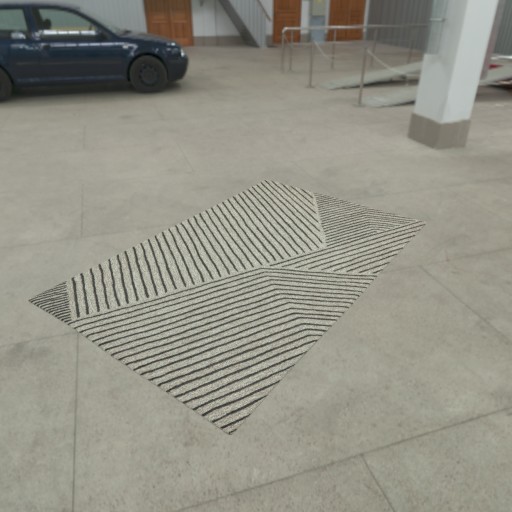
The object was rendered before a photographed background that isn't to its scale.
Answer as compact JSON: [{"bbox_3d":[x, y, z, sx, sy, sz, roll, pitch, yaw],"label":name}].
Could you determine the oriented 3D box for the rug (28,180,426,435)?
[{"bbox_3d":[0.000,0.000,3.018,1.539,0.023,2.406,21,37,31],"label":"rug"}]
